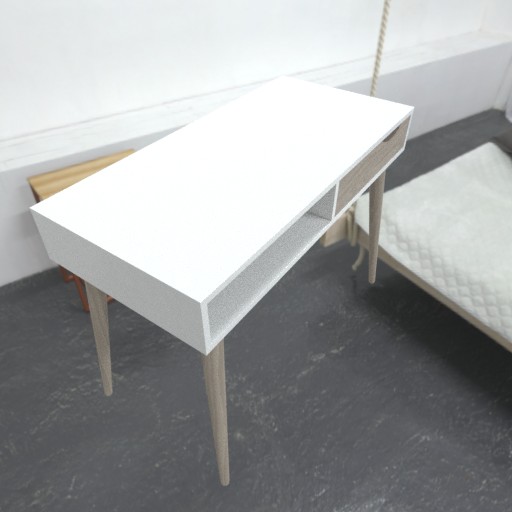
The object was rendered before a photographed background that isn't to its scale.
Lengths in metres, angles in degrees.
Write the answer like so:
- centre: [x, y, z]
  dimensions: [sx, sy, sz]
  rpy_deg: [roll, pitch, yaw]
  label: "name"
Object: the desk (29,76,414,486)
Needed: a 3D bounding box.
- centre: [0.000, 0.000, 1.363]
  dimensions: [0.491, 0.723, 0.979]
  rpy_deg: [25, 47, 26]
  label: "desk"
